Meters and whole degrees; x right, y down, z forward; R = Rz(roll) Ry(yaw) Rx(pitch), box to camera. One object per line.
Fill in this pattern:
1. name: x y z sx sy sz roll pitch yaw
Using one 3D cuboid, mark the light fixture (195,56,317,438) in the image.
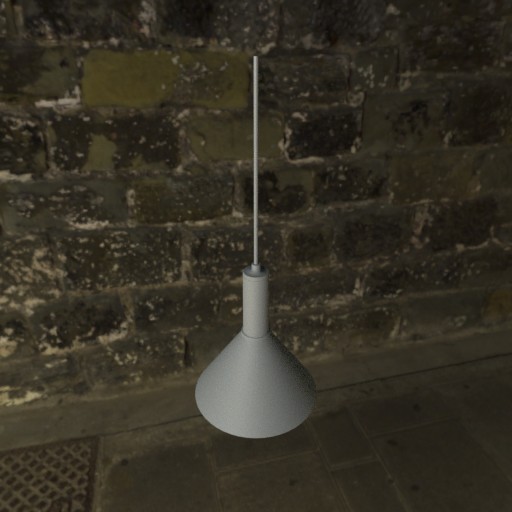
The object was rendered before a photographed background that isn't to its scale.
1. light fixture: 0.000 0.000 0.829 0.267 0.683 0.267 0 27 0
